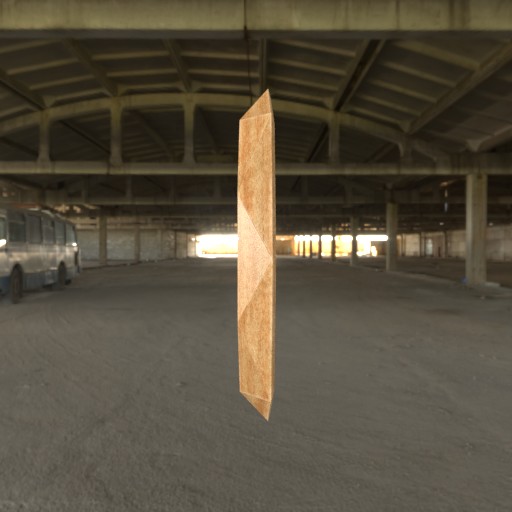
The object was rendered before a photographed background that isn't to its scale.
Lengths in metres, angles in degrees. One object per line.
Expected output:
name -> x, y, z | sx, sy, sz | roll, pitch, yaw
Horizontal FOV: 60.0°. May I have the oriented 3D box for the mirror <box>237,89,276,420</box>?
mirror -> 0.000, 0.000, 1.033 | 0.070, 0.774, 0.577 | 0, 1, 0
